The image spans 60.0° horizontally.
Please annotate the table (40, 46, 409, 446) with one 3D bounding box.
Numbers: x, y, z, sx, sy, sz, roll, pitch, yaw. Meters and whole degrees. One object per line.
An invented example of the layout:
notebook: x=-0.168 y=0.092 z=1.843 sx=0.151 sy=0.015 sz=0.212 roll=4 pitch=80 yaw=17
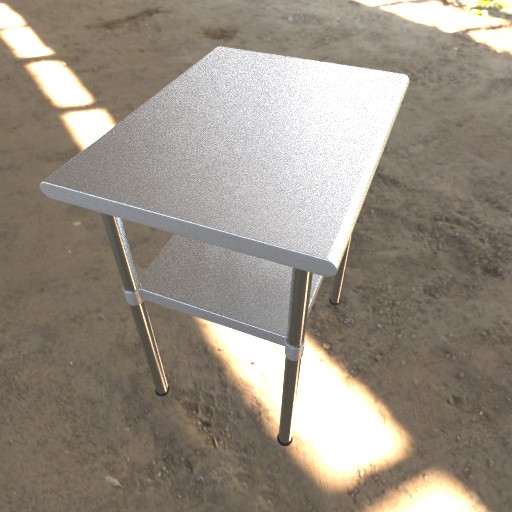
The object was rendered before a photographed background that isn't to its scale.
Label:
table: x=0.000 y=0.000 z=1.316 sx=0.584 sy=0.876 sz=0.762 roll=16 pitch=47 yaw=16
